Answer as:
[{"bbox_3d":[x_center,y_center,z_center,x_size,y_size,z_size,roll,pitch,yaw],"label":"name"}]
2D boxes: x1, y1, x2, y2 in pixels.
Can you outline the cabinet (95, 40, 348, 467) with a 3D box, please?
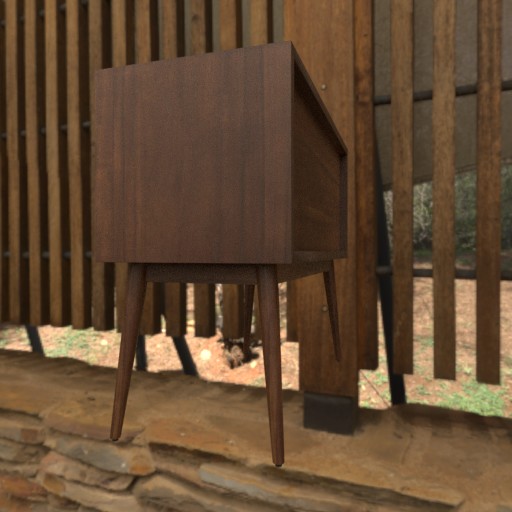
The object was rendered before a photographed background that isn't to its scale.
[{"bbox_3d":[0.000,0.000,1.076,0.354,0.654,0.743,0,0,18],"label":"cabinet"}]
